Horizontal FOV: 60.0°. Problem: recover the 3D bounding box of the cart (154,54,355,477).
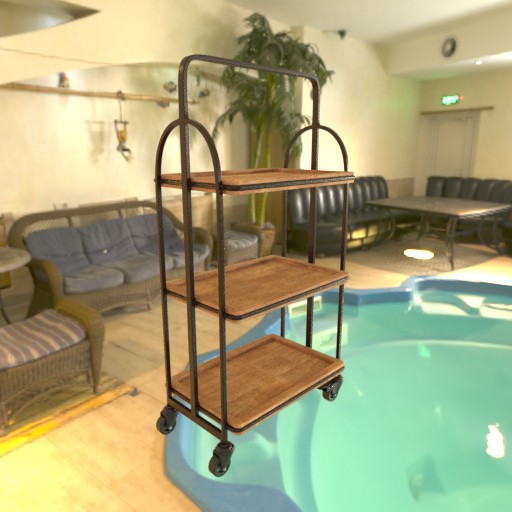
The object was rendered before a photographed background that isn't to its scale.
[{"bbox_3d":[0.000,0.000,1.247,0.327,1.001,0.553,14,20,43],"label":"cart"}]
